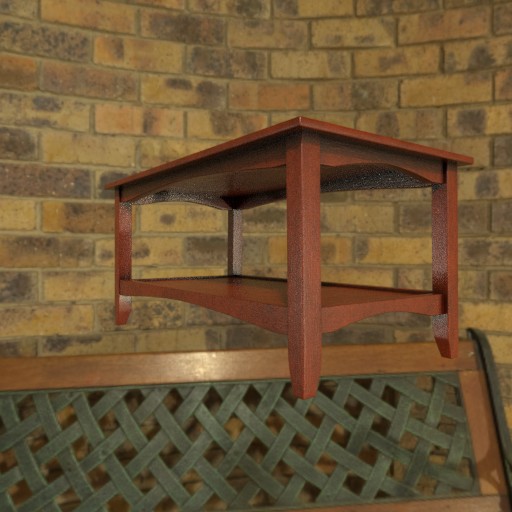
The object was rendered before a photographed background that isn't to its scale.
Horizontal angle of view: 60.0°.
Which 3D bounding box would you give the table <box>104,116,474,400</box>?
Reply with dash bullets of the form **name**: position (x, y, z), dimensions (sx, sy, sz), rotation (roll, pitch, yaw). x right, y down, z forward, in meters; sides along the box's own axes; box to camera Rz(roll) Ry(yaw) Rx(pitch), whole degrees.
- **table**: position (0.000, 0.000, 1.228), dimensions (0.533, 0.456, 0.943), rotation (-1, 1, -37)
